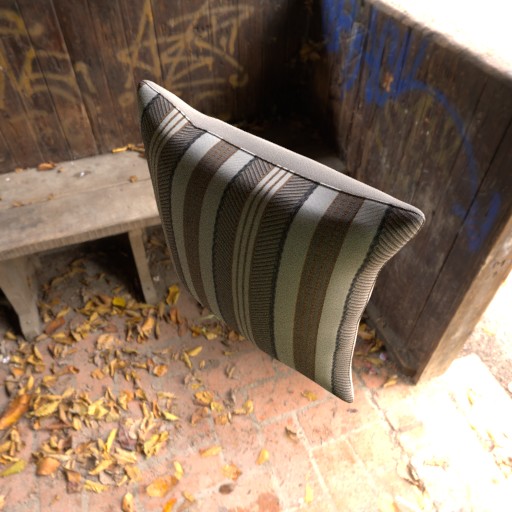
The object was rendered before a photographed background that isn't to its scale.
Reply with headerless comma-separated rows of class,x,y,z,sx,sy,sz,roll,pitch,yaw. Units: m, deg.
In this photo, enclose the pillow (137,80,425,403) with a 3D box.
pillow,0.000,0.000,0.647,0.416,0.401,0.173,33,55,27
